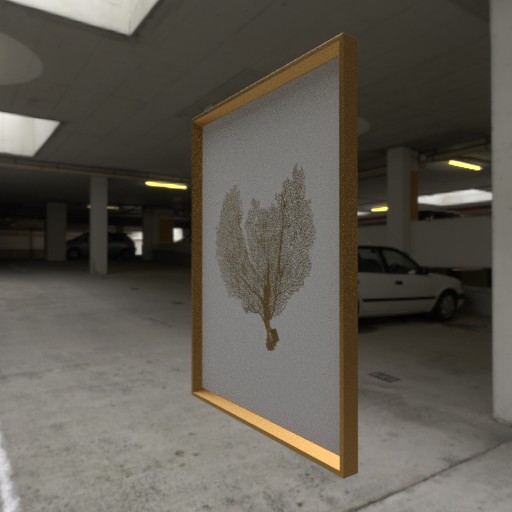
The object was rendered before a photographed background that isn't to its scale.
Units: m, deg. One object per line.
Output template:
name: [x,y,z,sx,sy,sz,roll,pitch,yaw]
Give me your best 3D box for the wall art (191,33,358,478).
wall art: [0.000,0.000,1.067,0.038,0.812,0.610,0,-1,-35]
